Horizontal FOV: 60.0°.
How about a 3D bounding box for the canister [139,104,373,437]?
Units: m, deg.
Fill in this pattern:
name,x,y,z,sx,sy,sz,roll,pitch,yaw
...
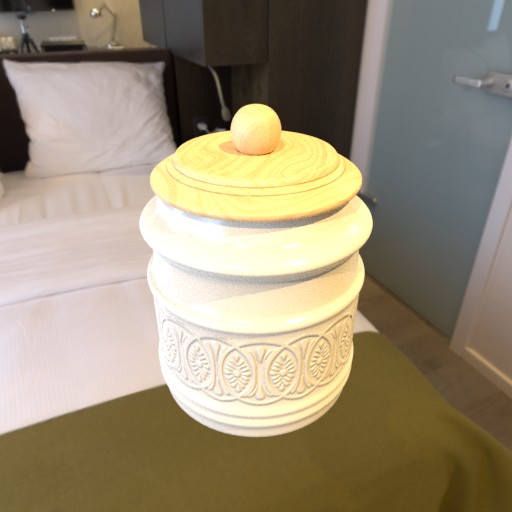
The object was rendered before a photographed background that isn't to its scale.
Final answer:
name,x,y,z,sx,sy,sz,roll,pitch,yaw
canister,0.000,0.000,0.267,0.130,0.176,0.130,0,31,0
